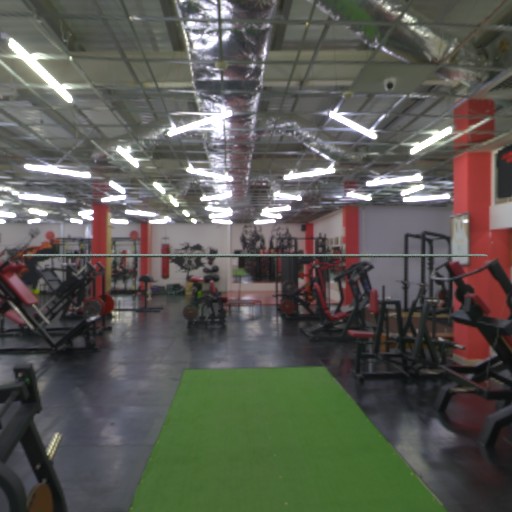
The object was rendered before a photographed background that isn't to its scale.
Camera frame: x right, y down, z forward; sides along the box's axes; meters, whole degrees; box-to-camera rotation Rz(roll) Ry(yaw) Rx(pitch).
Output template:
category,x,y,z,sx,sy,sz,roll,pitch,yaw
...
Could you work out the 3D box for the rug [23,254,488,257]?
category,x,y,z,sx,sy,sz,roll,pitch,yaw
rug,0.000,0.000,2.421,2.196,0.011,0.662,0,-1,-1
